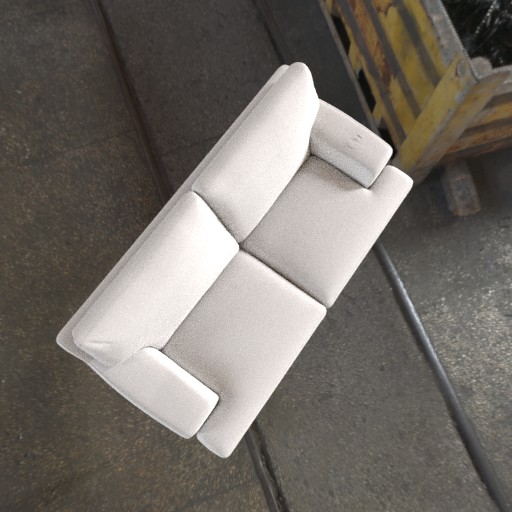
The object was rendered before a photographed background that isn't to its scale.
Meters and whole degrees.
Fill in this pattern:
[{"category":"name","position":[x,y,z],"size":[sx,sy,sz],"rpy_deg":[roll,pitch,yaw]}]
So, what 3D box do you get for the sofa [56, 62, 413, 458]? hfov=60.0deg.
[{"category":"sofa","position":[0.000,0.000,2.821],"size":[1.143,0.940,2.261],"rpy_deg":[35,77,9]}]
